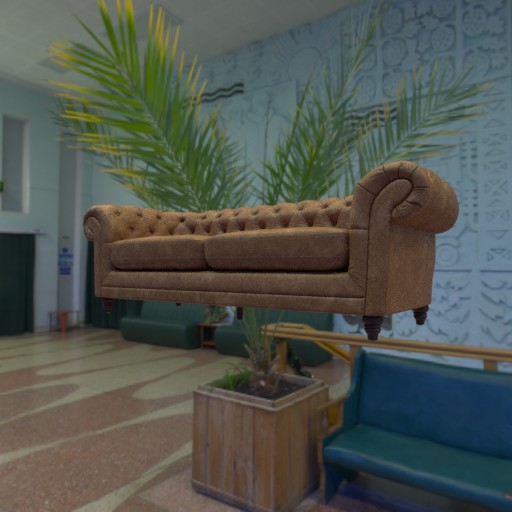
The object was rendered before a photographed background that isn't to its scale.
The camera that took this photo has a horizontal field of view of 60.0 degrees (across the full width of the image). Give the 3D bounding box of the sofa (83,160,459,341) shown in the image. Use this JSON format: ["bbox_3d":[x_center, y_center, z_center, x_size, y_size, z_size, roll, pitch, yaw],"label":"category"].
[{"bbox_3d":[0.000,0.000,2.763,2.365,0.760,0.989,-1,-2,37],"label":"sofa"}]
